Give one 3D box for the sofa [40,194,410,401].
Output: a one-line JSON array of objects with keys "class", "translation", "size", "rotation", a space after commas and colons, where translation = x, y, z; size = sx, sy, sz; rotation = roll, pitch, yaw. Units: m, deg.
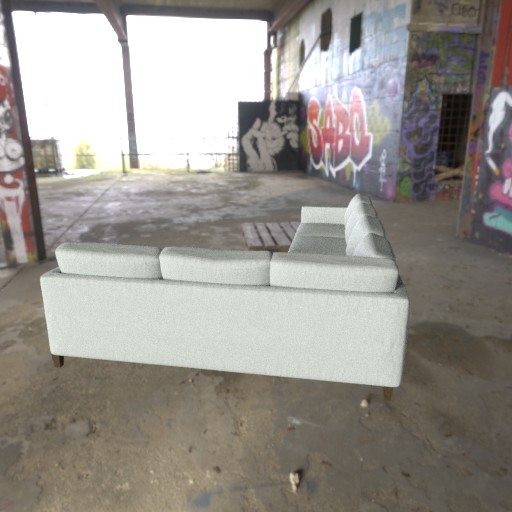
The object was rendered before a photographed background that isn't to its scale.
[{"class": "sofa", "translation": [0.000, 0.000, 4.477], "size": [2.522, 0.934, 3.333], "rotation": [3, 16, 10]}]
